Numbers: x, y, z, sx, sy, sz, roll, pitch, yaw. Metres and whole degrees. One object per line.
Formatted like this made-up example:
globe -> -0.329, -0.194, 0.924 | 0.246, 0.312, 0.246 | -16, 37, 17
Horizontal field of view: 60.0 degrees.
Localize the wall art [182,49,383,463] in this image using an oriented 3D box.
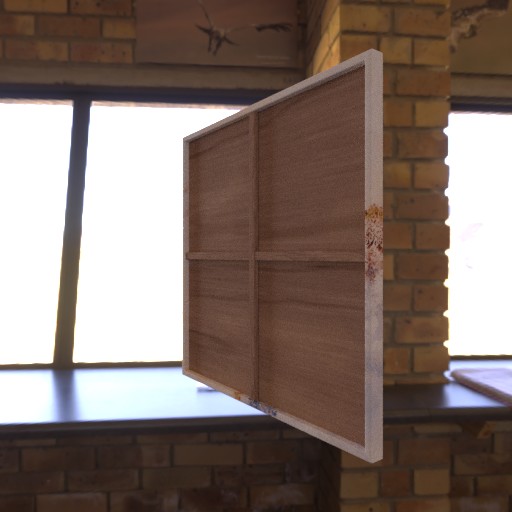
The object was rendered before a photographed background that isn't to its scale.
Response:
wall art -> 0.000, 0.000, 1.316 | 0.038, 0.889, 0.889 | 0, 0, -36
